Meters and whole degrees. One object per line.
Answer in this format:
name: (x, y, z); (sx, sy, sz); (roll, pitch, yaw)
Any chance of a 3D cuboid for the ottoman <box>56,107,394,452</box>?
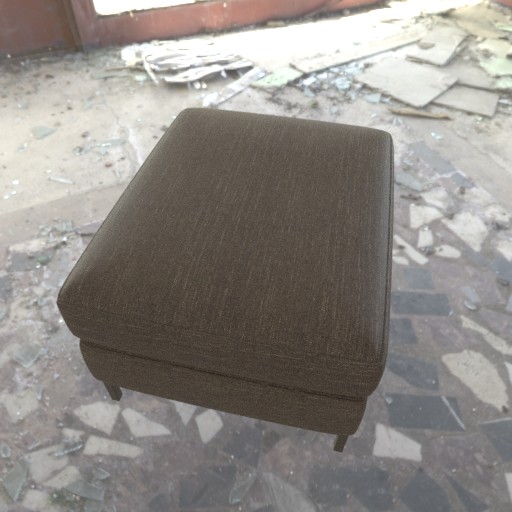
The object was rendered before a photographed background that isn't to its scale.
ottoman: (0.000, 0.000, 1.225); (0.671, 0.490, 0.820); (10, 48, 9)
